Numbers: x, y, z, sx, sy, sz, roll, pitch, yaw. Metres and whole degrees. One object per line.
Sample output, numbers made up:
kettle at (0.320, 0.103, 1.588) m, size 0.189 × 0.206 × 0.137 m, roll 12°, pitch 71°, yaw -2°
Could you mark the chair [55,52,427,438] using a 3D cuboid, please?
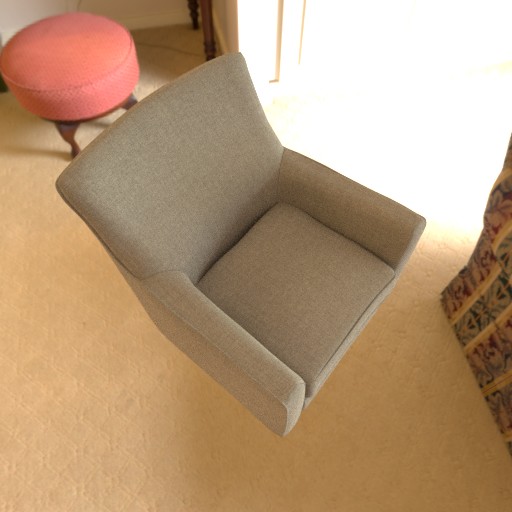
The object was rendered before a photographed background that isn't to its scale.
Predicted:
chair at (0.000, 0.000, 1.776) m, size 0.993 × 1.047 × 0.887 m, roll 34°, pitch 64°, yaw 19°
